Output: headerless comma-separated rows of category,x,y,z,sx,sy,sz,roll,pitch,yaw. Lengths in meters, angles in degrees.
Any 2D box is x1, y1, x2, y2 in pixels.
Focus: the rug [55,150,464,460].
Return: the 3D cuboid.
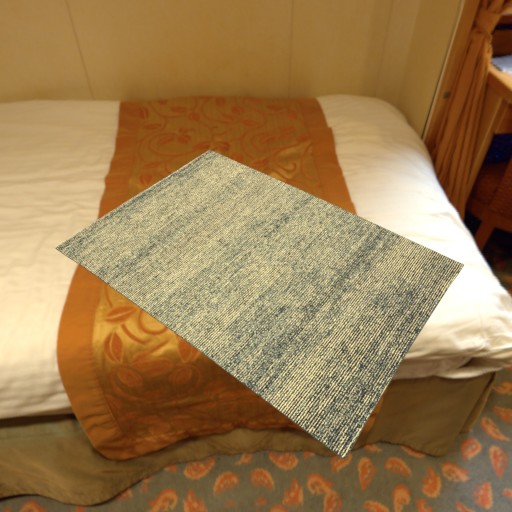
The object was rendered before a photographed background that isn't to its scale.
rug,0.000,0.000,3.062,2.349,0.030,1.624,29,52,26
